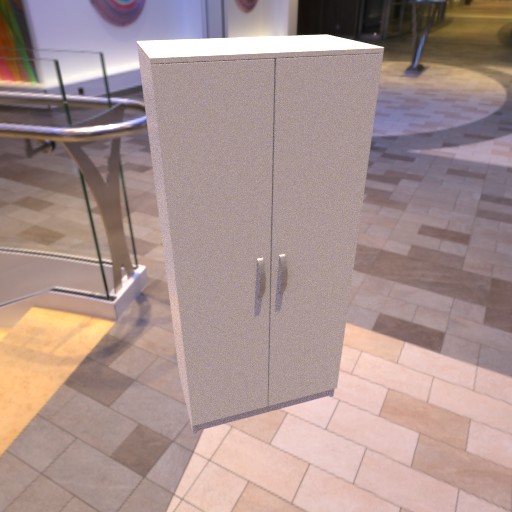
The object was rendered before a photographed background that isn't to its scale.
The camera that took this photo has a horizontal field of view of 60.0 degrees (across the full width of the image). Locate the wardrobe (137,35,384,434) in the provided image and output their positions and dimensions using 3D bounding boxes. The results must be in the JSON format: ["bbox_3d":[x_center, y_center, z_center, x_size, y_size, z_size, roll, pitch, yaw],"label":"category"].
[{"bbox_3d":[0.000,0.000,1.965,0.760,1.700,0.470,-10,33,-15],"label":"wardrobe"}]
